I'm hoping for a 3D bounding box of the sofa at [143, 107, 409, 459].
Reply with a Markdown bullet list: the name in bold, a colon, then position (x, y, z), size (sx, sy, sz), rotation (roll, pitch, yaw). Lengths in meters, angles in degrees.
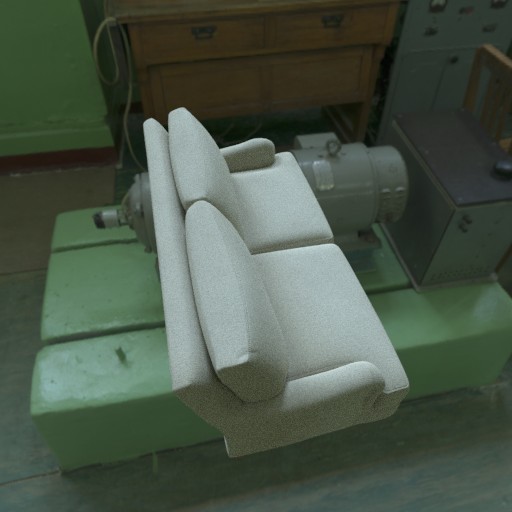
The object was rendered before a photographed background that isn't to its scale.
- **sofa**: position (0.000, 0.000, 2.671), size (1.091, 0.997, 2.070), rotation (-10, 47, -9)
